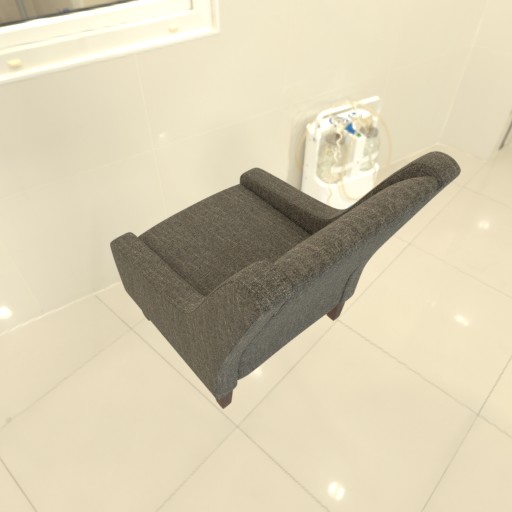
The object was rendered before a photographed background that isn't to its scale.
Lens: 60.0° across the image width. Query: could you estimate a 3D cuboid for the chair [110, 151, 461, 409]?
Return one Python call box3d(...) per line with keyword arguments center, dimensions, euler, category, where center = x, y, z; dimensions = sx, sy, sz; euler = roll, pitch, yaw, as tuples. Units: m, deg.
box3d(center=(0.000, 0.000, 1.702), dimensions=(0.793, 1.012, 0.944), euler=(-32, 55, -27), category="chair")
